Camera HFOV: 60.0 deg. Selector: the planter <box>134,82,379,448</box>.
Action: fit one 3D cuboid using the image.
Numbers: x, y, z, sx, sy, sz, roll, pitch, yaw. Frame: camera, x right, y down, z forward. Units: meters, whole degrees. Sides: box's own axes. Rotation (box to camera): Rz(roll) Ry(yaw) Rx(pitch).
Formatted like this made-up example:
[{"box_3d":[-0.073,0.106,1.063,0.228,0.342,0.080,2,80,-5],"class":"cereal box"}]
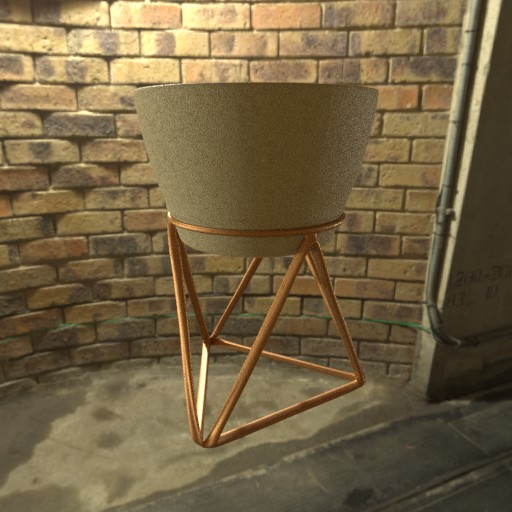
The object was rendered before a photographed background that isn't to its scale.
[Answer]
[{"box_3d":[0.000,0.000,0.725,0.350,0.504,0.350,9,19,26],"class":"planter"}]
